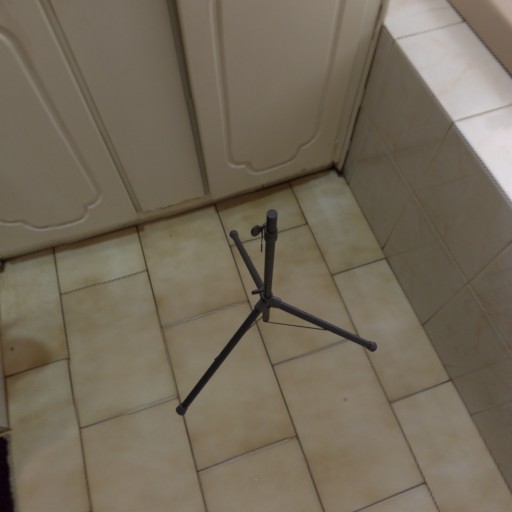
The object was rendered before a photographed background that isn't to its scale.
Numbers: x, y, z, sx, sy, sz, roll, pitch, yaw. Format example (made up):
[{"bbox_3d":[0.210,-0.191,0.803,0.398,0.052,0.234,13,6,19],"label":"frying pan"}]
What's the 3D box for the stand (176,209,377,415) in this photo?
[{"bbox_3d":[0.000,0.000,1.880,1.045,1.136,0.907,-15,64,-7],"label":"stand"}]
